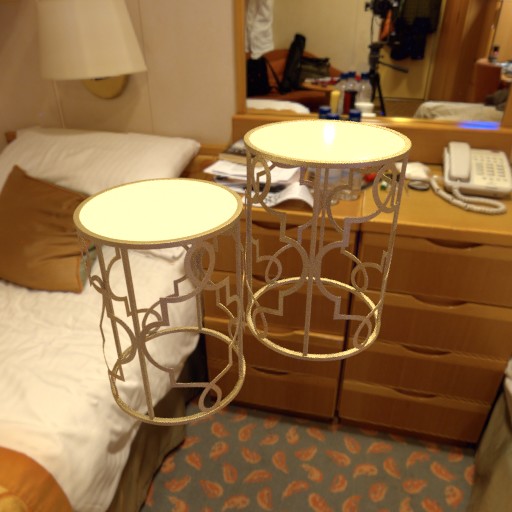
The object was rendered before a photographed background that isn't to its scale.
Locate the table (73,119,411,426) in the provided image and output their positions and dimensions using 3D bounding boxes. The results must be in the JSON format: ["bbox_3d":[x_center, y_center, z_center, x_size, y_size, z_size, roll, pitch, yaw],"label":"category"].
[{"bbox_3d":[0.000,0.000,1.173,0.846,0.564,0.420,-18,34,-28],"label":"table"}]
